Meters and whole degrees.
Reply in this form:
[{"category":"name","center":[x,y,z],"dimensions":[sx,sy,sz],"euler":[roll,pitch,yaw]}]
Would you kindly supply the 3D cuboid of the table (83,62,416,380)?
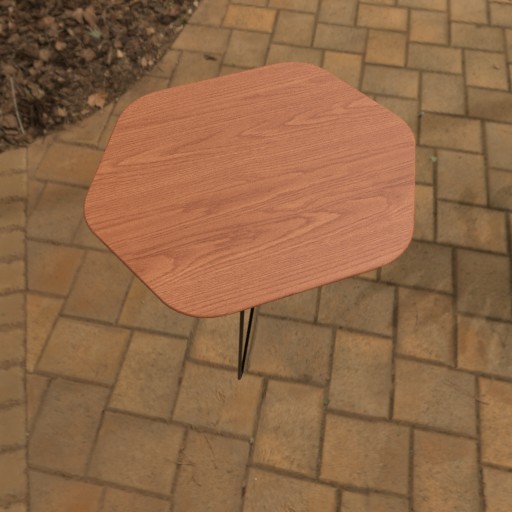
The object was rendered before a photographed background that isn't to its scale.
[{"category":"table","center":[0.000,0.000,0.895],"dimensions":[0.500,0.562,0.400],"euler":[-16,64,-8]}]
